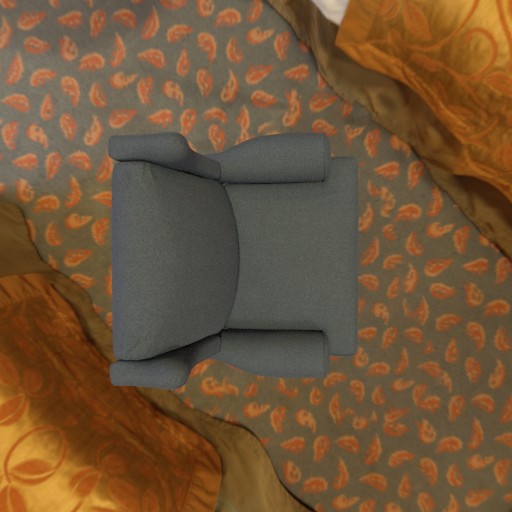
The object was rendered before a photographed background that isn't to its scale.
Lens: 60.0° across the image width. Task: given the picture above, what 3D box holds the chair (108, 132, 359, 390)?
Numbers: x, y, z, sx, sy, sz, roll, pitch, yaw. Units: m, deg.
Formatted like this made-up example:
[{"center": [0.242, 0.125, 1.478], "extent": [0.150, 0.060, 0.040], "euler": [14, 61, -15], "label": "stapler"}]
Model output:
[{"center": [0.000, 0.000, 1.769], "extent": [0.877, 1.020, 0.971], "euler": [0, 91, 0], "label": "chair"}]
